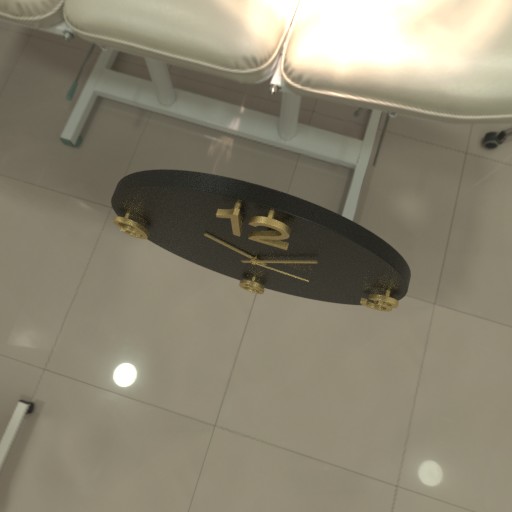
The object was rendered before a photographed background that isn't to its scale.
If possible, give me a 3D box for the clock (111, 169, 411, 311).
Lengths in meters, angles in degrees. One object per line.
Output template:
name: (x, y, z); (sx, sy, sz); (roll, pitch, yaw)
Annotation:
clock: (0.000, 0.000, 0.685); (0.454, 0.454, 0.038); (17, 76, 4)
